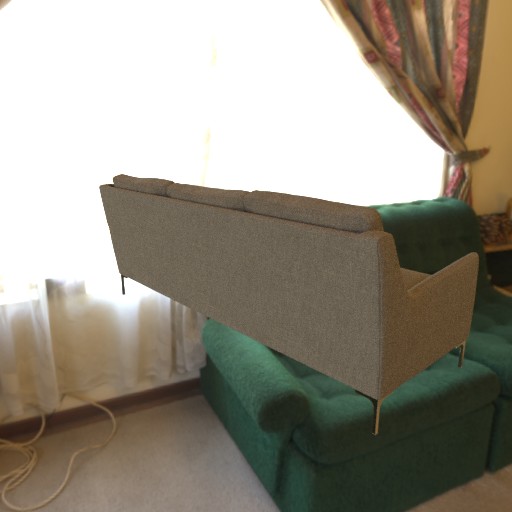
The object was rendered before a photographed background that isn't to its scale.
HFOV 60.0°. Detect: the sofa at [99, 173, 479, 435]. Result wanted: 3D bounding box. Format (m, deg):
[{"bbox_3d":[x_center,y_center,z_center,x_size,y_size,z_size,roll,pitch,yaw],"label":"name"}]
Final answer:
[{"bbox_3d":[0.000,0.000,2.436,0.849,0.837,2.060,-14,20,-41],"label":"sofa"}]
